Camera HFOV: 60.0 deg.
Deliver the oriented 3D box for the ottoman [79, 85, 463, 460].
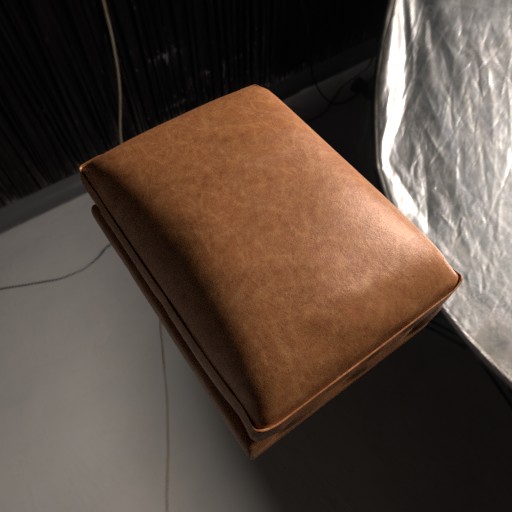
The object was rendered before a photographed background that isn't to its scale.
[{"bbox_3d":[0.000,0.000,1.056,0.533,0.480,0.710,-31,64,-17],"label":"ottoman"}]
